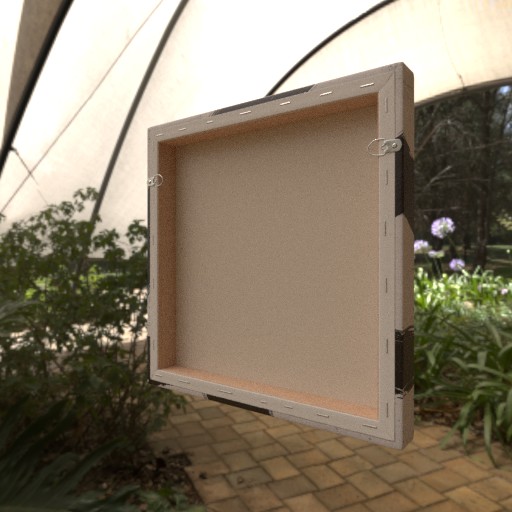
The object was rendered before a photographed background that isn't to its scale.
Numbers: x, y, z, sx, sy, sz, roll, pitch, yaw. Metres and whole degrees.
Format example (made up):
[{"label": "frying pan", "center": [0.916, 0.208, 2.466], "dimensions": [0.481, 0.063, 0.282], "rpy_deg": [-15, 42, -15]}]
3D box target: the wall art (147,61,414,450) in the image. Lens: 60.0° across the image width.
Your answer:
[{"label": "wall art", "center": [0.000, 0.000, 0.742], "dimensions": [0.507, 0.508, 0.050], "rpy_deg": [0, 0, 37]}]
